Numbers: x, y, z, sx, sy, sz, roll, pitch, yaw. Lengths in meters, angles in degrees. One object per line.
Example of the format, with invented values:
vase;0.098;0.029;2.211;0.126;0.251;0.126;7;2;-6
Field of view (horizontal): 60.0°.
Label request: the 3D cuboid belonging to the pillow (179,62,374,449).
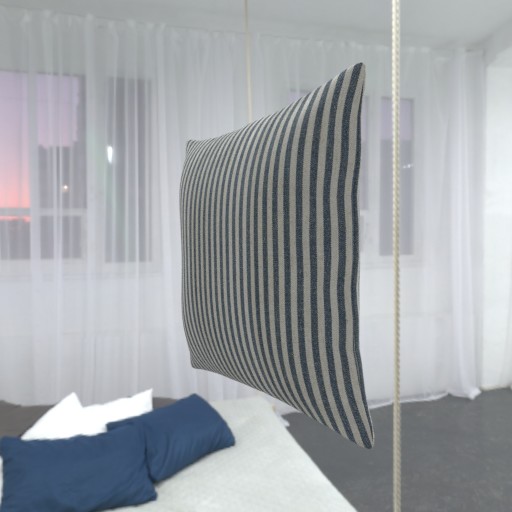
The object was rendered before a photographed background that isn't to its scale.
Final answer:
pillow;0.000;0.000;0.787;0.166;0.510;0.523;-1;1;-35
